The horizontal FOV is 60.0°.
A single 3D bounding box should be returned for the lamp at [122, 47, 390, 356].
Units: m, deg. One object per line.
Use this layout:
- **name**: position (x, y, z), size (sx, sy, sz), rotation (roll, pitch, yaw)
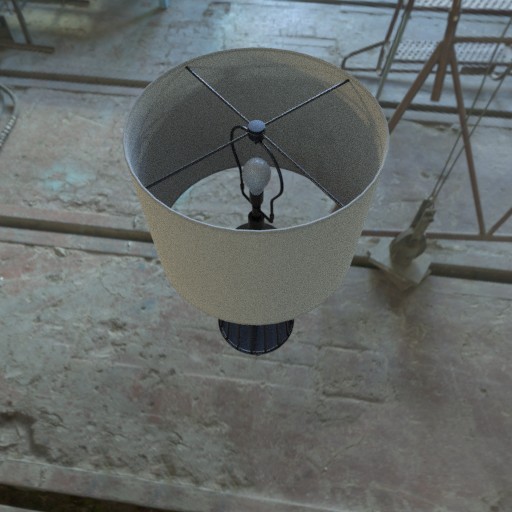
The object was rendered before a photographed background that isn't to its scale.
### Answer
- **lamp**: position (0.000, 0.000, 0.789), size (0.322, 0.593, 0.322), rotation (-33, 63, -19)
